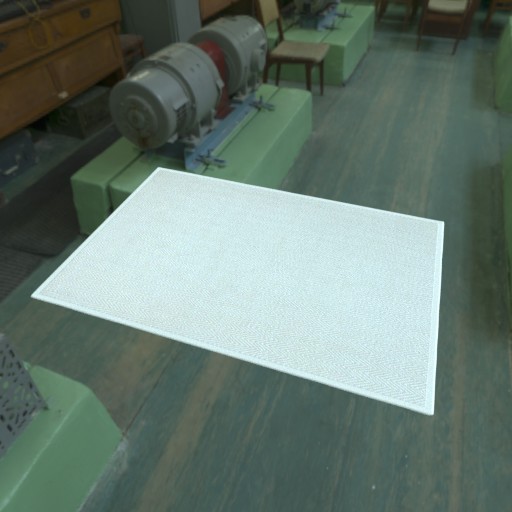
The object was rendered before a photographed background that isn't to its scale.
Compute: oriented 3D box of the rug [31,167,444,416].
[{"bbox_3d":[0.000,0.000,2.828,2.244,0.017,1.532,13,43,14],"label":"rug"}]
